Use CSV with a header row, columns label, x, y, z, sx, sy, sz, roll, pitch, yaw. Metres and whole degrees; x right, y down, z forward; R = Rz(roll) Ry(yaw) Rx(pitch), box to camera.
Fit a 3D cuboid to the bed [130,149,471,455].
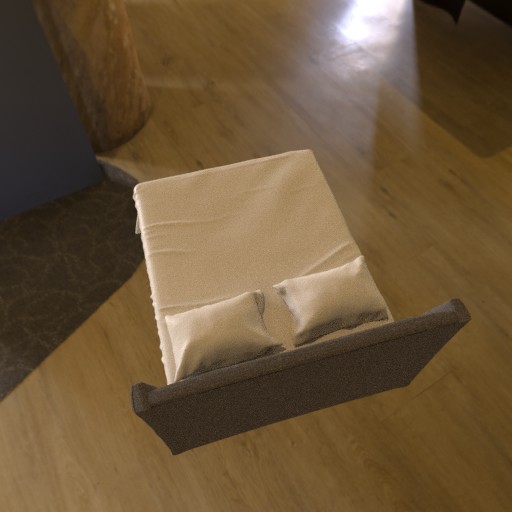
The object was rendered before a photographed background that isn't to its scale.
label,x,y,z,sx,sy,sz,roll,pitch,yaw
bed,0.000,0.000,3.465,1.925,1.332,2.276,-13,58,-8
